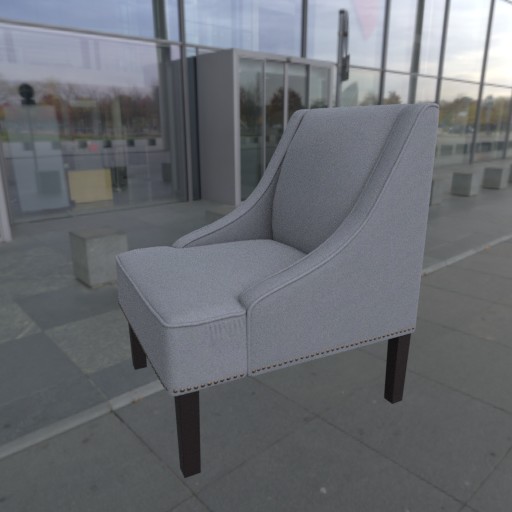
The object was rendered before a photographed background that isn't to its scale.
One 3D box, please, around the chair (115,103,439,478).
[{"bbox_3d":[0.000,0.000,1.339,0.747,0.867,0.631,-8,18,-26],"label":"chair"}]
